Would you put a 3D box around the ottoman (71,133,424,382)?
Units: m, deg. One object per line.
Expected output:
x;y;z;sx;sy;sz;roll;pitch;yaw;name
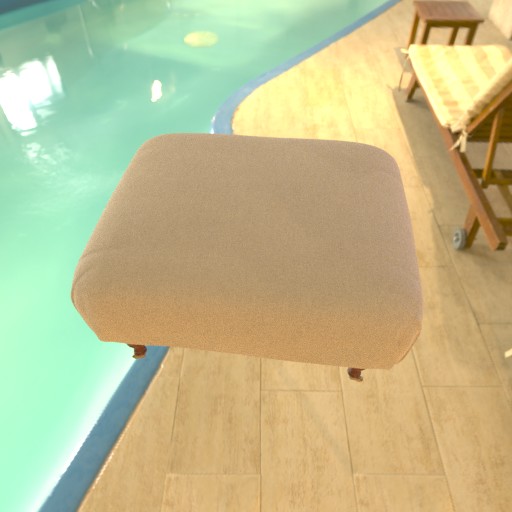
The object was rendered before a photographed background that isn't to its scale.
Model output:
0.000;0.000;1.172;0.746;0.450;0.622;5;47;4;ottoman
